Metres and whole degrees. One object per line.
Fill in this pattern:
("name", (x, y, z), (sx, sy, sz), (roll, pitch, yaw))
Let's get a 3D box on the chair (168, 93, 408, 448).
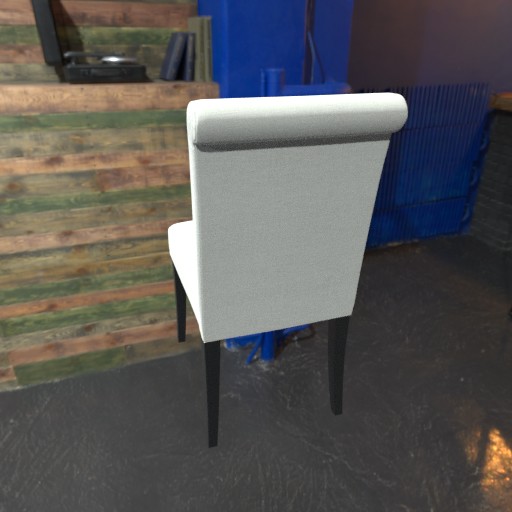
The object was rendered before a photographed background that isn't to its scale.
("chair", (0.000, 0.000, 1.345), (0.452, 0.976, 0.708), (-8, 27, -16))
